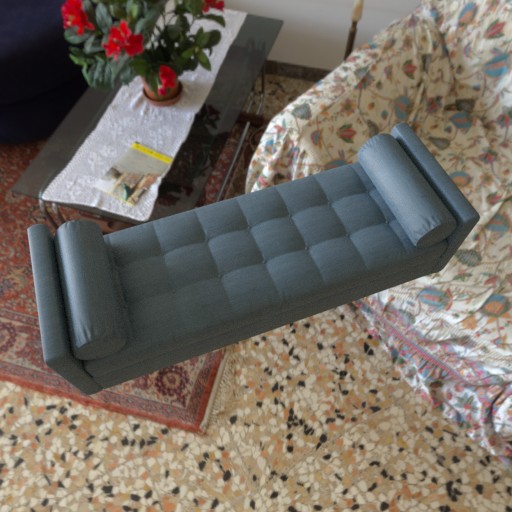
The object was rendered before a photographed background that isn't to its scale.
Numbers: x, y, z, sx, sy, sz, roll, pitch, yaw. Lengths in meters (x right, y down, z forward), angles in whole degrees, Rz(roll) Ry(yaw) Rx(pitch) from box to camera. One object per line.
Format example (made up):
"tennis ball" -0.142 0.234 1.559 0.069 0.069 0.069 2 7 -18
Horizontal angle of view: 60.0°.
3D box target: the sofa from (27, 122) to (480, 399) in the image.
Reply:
"sofa" 0.000 0.000 2.286 1.981 0.635 0.686 -18 60 -10
